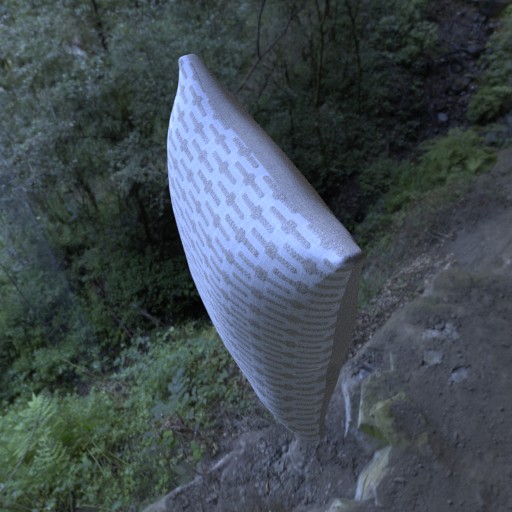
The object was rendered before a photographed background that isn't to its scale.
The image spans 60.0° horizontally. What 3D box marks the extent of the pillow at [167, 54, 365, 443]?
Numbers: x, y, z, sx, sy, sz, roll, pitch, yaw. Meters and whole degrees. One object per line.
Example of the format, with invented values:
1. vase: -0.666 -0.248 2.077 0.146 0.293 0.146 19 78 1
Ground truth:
1. pillow: 0.000 0.000 0.748 0.219 0.491 0.496 -19 50 -16
